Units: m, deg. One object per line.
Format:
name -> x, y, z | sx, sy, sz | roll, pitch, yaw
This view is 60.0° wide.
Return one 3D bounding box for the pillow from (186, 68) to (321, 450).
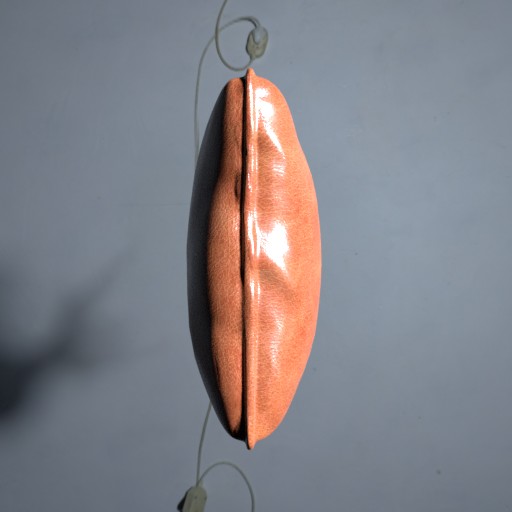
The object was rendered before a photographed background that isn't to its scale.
pillow -> 0.000, 0.000, 0.837 | 0.236, 0.523, 0.532 | 0, 90, 1
